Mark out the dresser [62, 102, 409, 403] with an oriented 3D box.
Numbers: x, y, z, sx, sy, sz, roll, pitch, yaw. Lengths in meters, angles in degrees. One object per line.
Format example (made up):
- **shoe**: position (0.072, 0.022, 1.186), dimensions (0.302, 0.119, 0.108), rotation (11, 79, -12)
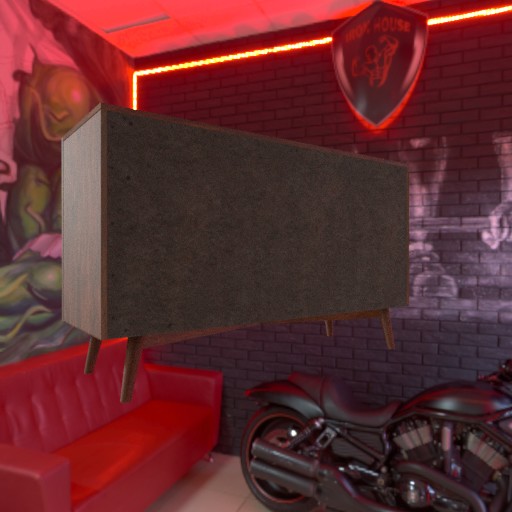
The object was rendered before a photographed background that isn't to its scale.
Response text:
- **dresser**: position (0.000, 0.000, 1.914), dimensions (1.472, 0.889, 0.500), rotation (0, 0, -36)
